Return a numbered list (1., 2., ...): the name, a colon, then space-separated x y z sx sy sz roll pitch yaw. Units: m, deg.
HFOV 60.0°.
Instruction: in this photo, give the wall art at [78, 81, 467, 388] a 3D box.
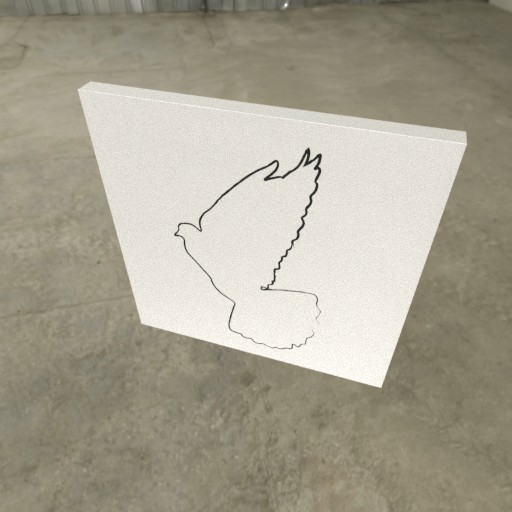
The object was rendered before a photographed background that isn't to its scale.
1. wall art: 0.000 0.000 0.885 0.610 0.610 0.038 12 44 13
